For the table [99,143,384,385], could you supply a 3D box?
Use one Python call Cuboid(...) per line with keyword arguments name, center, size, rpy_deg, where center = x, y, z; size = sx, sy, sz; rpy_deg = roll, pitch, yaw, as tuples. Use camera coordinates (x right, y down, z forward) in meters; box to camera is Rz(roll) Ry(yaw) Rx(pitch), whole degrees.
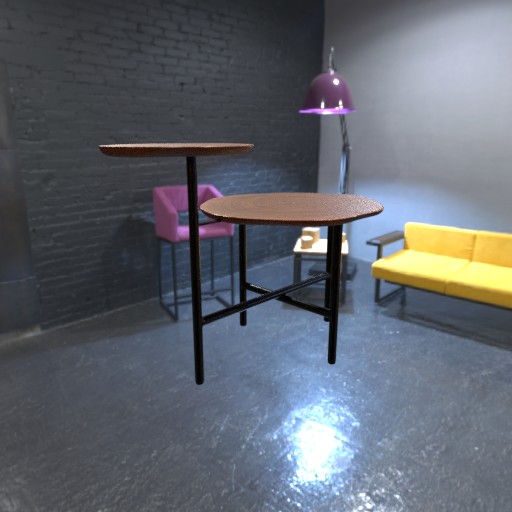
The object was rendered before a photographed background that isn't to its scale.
Cuboid(name="table", center=(0.000, 0.000, 1.092), size=(0.759, 0.538, 0.442), rpy_deg=(-14, 21, -42))
